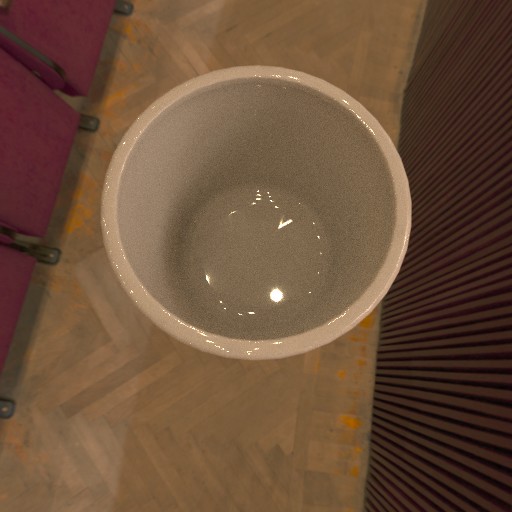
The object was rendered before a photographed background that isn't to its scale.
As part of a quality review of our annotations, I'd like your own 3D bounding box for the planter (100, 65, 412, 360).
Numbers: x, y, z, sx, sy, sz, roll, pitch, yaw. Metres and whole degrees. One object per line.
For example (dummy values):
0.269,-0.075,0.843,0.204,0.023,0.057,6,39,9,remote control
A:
0.000,0.000,0.466,0.217,0.331,0.217,11,76,3,planter
